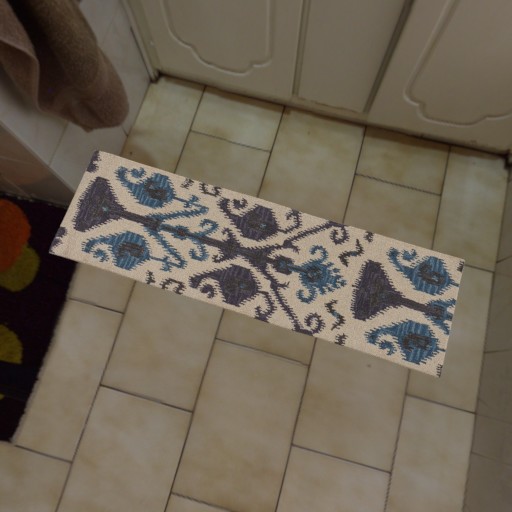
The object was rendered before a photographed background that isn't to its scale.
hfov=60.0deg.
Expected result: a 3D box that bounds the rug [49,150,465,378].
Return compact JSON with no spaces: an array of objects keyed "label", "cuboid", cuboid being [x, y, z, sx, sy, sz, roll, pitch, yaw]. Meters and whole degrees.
[{"label":"rug","cuboid":[0.000,0.000,2.551,2.301,0.017,0.692,17,76,5]}]
